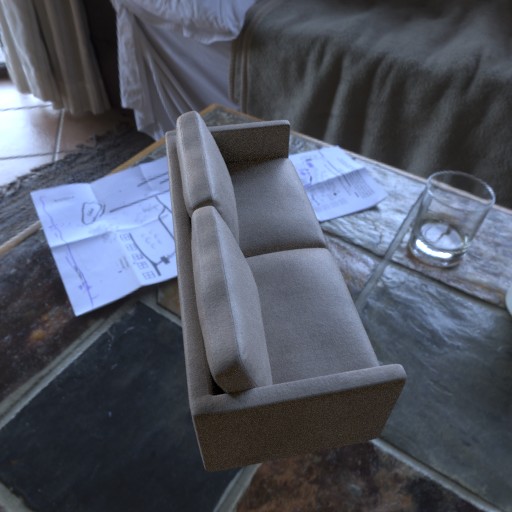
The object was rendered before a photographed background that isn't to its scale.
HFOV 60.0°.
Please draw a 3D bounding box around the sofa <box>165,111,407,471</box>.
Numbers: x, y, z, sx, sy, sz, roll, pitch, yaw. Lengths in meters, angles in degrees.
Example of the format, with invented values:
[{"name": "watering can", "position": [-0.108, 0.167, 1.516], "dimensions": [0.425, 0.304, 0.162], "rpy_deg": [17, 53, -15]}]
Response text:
[{"name": "sofa", "position": [0.000, 0.000, 2.739], "dimensions": [0.951, 0.965, 2.208], "rpy_deg": [-8, 47, -7]}]
